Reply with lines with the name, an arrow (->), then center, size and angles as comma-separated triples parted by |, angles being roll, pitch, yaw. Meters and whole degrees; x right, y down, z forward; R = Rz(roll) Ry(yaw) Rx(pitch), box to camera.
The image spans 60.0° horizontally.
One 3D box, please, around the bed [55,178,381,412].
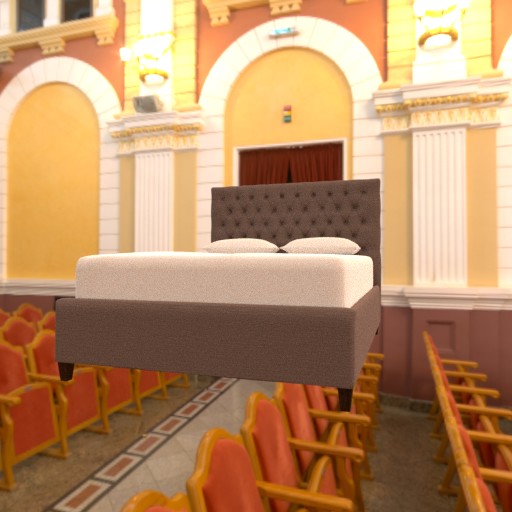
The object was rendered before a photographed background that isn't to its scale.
bed -> 0.000, 0.000, 3.296 | 1.696, 1.426, 2.233 | 0, 0, 18
